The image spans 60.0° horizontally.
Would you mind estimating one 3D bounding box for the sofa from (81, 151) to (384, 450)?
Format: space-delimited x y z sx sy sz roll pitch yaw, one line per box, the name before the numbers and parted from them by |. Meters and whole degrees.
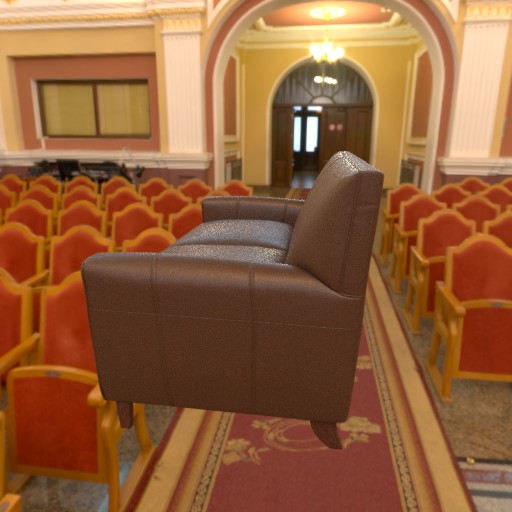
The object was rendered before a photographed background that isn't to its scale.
sofa | 0.000 0.000 1.944 0.853 0.859 1.468 2 15 8
